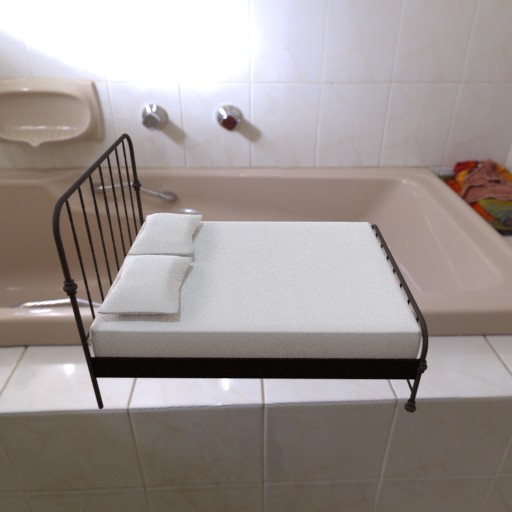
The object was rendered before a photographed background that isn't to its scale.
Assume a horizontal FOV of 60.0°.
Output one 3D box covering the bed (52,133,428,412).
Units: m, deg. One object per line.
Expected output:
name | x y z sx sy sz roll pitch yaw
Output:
bed | 0.000 0.000 3.249 2.134 1.446 1.616 0 30 0
